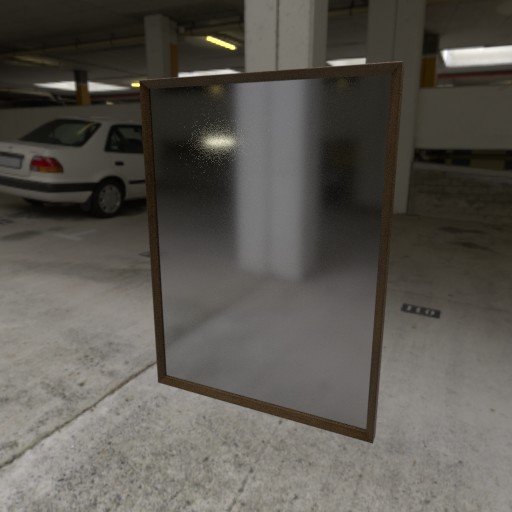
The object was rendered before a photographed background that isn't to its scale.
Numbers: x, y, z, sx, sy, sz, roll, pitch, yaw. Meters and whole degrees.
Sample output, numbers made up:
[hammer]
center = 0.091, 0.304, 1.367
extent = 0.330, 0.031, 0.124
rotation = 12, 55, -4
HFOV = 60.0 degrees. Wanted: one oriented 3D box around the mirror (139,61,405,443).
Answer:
[mirror]
center = 0.000, 0.000, 1.318
extent = 0.762, 1.016, 0.041
rotation = 7, 16, 25
